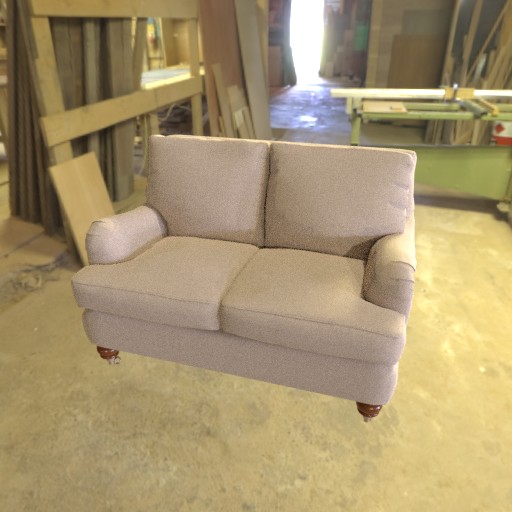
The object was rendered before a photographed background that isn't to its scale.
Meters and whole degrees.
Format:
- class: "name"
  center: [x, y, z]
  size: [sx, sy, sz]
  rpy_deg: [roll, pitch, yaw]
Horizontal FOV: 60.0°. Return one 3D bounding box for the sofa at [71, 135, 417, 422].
- class: "sofa"
  center: [0.000, 0.000, 2.253]
  size: [1.508, 1.048, 1.087]
  rpy_deg: [8, 28, 15]
